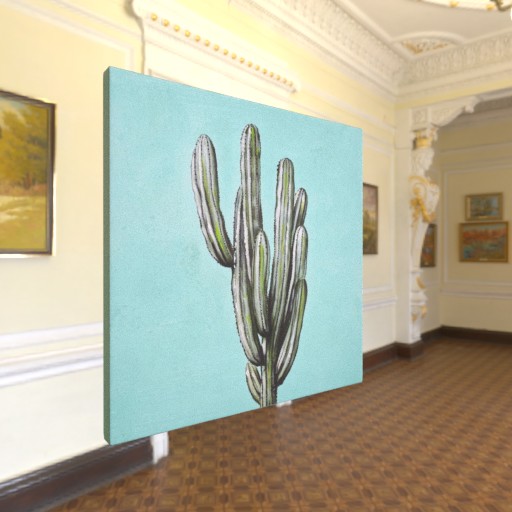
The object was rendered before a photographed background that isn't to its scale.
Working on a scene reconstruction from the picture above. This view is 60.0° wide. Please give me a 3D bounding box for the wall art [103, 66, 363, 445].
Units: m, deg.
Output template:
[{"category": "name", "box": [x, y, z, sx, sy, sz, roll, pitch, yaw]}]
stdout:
[{"category": "wall art", "box": [0.000, 0.000, 1.589, 1.071, 1.073, 0.070, 0, 0, -36]}]
